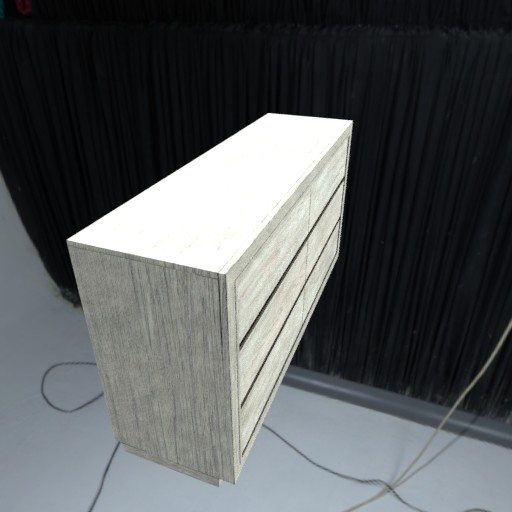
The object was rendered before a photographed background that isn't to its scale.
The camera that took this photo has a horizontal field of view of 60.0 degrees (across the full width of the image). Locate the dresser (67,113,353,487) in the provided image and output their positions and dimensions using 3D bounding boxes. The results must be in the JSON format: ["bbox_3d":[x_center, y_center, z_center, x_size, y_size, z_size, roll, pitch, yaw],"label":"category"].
[{"bbox_3d":[0.000,0.000,2.016,0.483,0.889,1.628,11,32,18],"label":"dresser"}]
